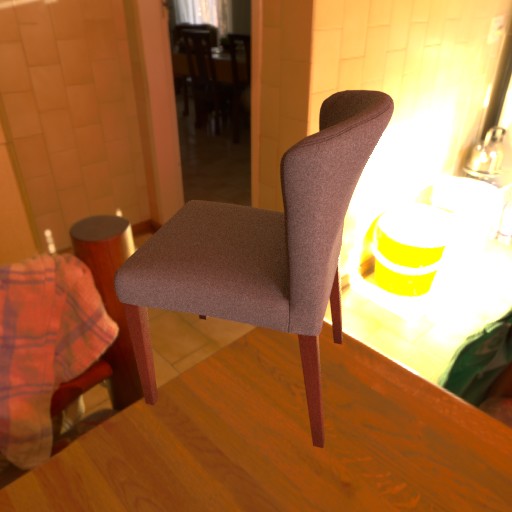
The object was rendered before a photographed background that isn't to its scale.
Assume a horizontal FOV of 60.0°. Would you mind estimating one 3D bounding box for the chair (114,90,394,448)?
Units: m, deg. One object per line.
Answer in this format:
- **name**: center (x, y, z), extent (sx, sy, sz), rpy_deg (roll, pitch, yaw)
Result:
- **chair**: center (0.000, 0.000, 1.186), extent (0.592, 0.839, 0.491), rpy_deg (8, 32, 14)
